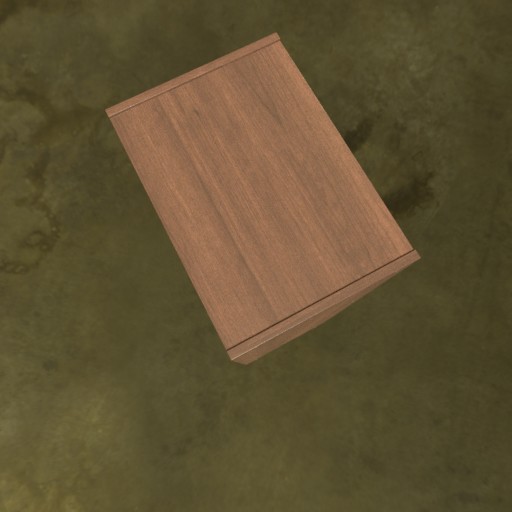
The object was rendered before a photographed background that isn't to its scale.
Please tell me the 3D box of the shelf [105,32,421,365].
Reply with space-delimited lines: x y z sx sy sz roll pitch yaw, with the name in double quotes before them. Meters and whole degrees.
"shelf" 0.000 0.000 1.057 0.290 0.879 0.414 -27 77 -7
